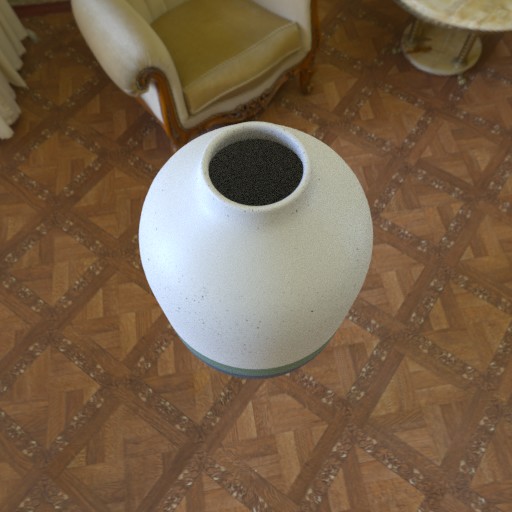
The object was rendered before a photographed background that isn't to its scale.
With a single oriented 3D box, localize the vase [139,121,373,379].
[{"bbox_3d":[0.000,0.000,0.358,0.169,0.240,0.169,0,64,0],"label":"vase"}]
